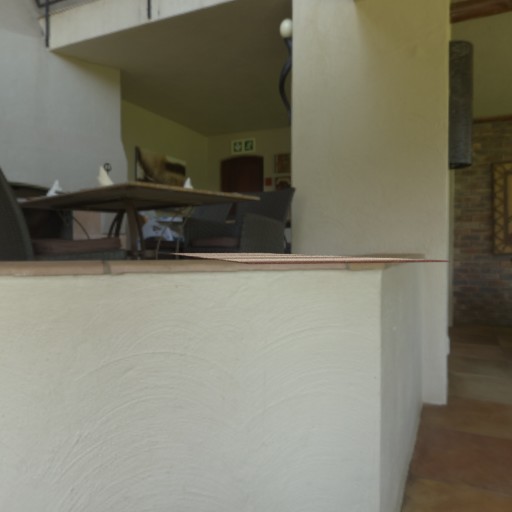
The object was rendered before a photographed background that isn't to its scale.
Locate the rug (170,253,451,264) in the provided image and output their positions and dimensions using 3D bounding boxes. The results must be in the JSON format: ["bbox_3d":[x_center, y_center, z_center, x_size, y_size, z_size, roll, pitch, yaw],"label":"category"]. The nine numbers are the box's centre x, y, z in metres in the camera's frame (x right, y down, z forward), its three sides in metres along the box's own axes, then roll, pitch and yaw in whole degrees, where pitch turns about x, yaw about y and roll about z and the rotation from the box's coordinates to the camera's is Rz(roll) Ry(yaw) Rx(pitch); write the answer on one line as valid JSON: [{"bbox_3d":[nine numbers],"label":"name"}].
[{"bbox_3d":[0.000,0.000,2.716,0.792,0.006,2.437,0,1,-17],"label":"rug"}]
